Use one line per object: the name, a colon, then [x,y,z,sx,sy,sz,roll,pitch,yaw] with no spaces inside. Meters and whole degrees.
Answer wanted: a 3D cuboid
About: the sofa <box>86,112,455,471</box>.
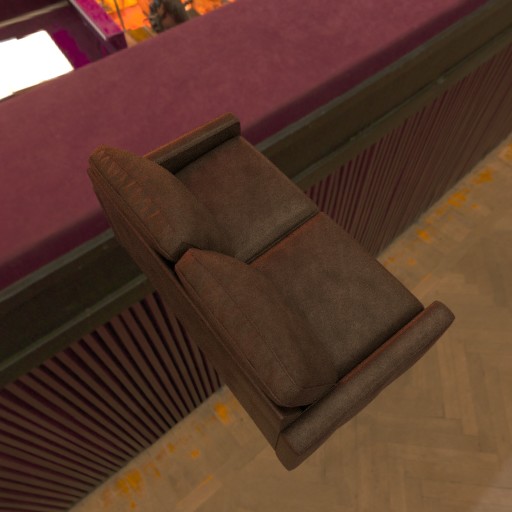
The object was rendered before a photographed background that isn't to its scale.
sofa: [0.000,0.000,2.259,0.939,0.916,1.732,-33,64,-19]
